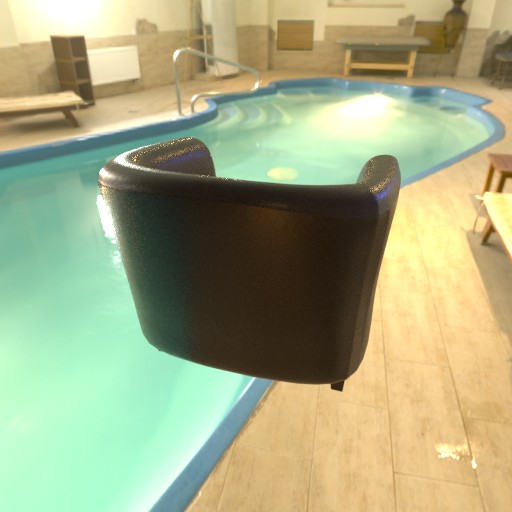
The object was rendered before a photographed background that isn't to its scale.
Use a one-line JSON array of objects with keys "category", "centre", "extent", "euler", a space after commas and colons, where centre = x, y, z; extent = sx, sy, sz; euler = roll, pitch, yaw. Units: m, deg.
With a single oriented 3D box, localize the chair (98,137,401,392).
[{"category": "chair", "centre": [0.000, 0.000, 1.399], "extent": [0.793, 0.756, 0.727], "euler": [9, 32, 14]}]
